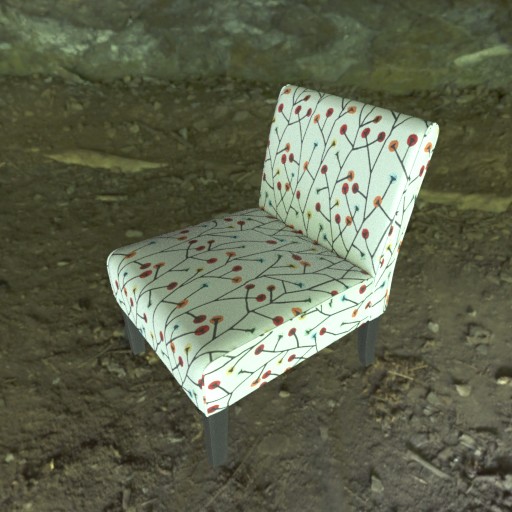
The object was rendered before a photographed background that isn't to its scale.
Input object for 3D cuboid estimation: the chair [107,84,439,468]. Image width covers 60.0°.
[{"bbox_3d":[0.000,0.000,1.332,0.732,0.813,0.597,-22,38,-30],"label":"chair"}]
